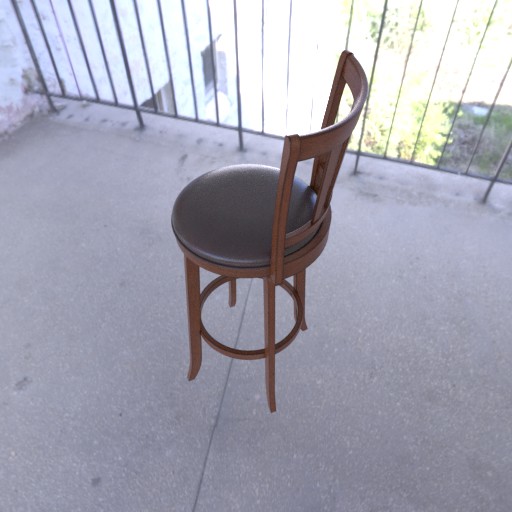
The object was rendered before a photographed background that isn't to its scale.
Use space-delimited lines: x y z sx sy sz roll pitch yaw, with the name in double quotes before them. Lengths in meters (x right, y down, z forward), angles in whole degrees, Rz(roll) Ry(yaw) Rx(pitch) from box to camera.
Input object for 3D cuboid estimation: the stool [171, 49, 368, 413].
"stool" 0.000 0.000 1.428 0.503 1.177 0.464 16 48 15
